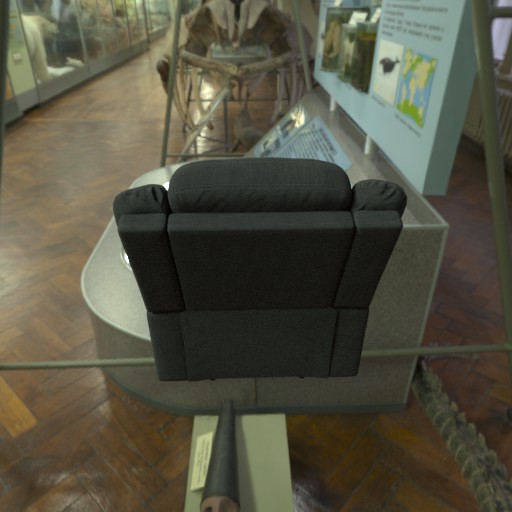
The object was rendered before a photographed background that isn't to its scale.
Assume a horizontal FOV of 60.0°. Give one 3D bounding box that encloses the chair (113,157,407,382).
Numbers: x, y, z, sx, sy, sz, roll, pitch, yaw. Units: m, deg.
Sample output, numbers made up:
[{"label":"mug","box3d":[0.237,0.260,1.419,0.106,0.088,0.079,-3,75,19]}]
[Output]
[{"label":"chair","box3d":[0.000,0.000,1.804,0.899,1.008,0.944,-1,30,-2]}]
